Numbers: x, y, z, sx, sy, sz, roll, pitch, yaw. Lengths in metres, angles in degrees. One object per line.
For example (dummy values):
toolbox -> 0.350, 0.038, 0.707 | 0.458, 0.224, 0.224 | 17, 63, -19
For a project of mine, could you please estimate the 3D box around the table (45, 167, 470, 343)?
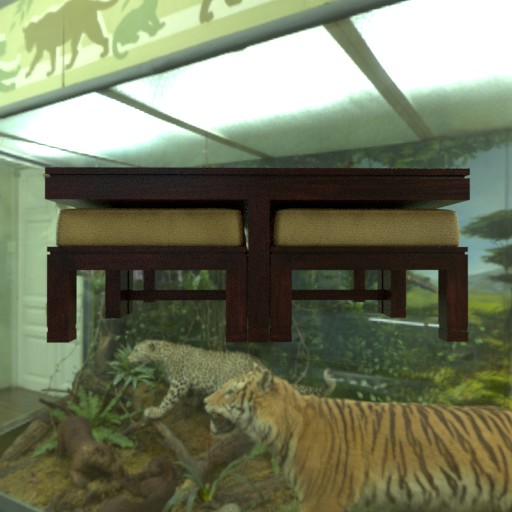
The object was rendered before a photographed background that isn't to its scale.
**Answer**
table -> 0.000, 0.000, 1.333 | 0.865, 0.356, 0.865 | 0, 0, -1
